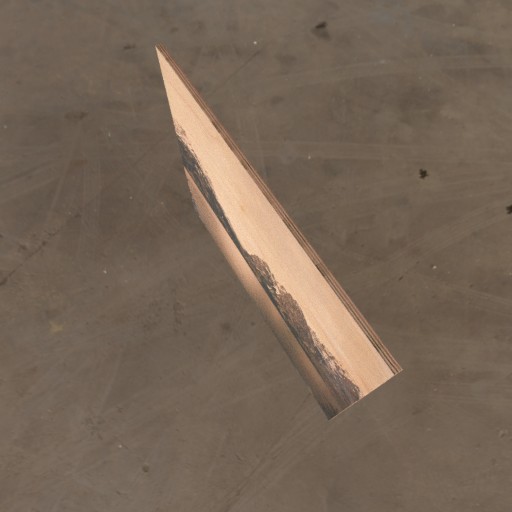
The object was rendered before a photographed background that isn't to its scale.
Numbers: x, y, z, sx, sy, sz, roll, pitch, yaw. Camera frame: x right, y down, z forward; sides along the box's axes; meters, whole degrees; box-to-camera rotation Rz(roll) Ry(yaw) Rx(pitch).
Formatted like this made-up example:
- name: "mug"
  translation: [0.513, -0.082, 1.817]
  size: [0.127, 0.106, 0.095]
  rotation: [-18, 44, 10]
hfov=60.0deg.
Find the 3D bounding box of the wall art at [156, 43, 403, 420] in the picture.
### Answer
- name: "wall art"
  translation: [0.000, 0.000, 0.685]
  size: [0.010, 0.408, 0.508]
  rotation: [-28, 67, -13]
